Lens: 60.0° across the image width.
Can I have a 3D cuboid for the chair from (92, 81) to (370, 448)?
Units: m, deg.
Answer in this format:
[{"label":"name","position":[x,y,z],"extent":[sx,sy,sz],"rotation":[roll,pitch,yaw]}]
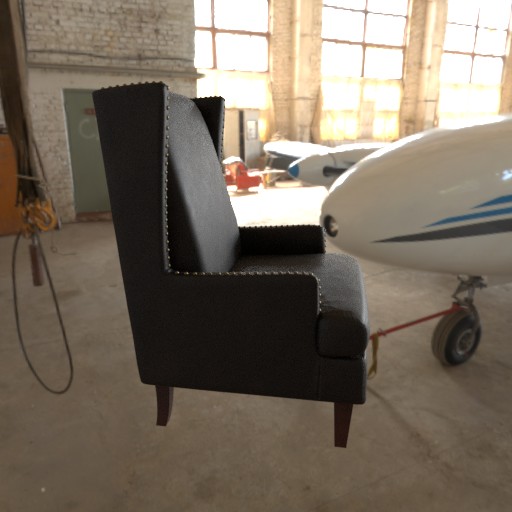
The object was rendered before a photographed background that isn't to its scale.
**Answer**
[{"label":"chair","position":[0.000,0.000,1.613],"extent":[0.799,1.142,0.703],"rotation":[3,17,10]}]
